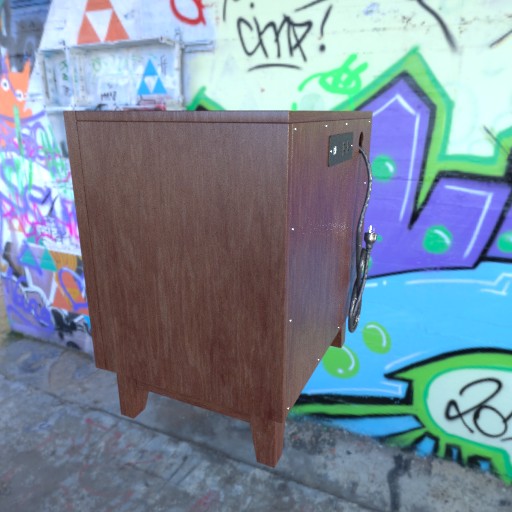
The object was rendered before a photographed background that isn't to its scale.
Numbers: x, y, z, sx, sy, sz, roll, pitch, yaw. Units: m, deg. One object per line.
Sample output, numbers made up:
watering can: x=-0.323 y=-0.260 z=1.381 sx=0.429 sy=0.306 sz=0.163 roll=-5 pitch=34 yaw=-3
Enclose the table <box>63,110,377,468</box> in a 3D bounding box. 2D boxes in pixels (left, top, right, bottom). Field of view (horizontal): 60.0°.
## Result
table: x=0.000 y=0.000 z=0.979 sx=0.449 sy=0.609 sz=0.557 roll=8 pitch=20 yaw=24
